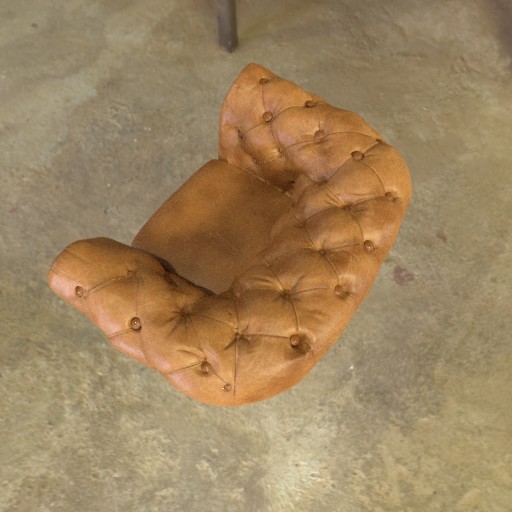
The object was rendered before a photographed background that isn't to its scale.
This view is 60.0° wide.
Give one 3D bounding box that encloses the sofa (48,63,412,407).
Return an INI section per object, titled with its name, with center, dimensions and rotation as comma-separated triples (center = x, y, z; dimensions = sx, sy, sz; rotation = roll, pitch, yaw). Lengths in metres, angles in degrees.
[sofa]
center = 0.000, 0.000, 2.055
dimensions = 1.033, 0.878, 1.405
rotation = 32, 68, 15
